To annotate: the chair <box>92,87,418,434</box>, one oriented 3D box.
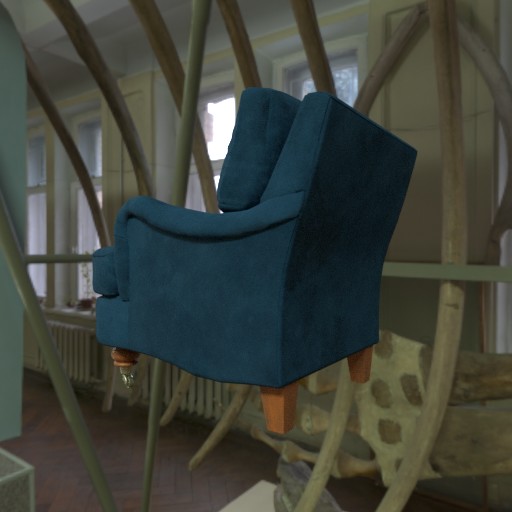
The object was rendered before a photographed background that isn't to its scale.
[{"bbox_3d":[0.000,0.000,1.831,1.078,1.076,0.895,0,1,36],"label":"chair"}]
